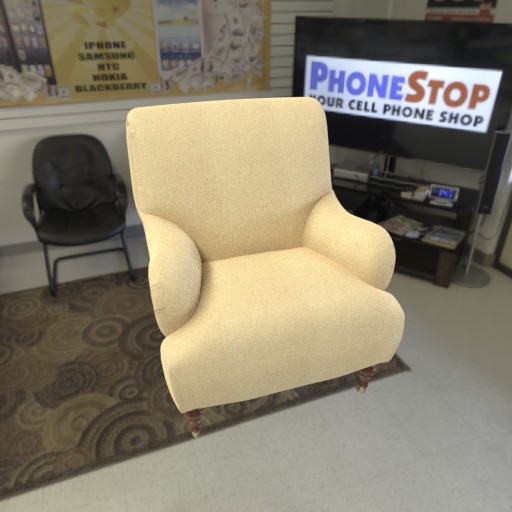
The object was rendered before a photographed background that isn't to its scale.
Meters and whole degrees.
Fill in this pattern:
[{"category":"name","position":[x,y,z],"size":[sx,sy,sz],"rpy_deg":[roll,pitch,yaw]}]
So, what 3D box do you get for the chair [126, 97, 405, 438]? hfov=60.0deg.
[{"category":"chair","position":[0.000,0.000,1.564],"size":[0.766,0.944,0.842],"rpy_deg":[-9,31,-16]}]
